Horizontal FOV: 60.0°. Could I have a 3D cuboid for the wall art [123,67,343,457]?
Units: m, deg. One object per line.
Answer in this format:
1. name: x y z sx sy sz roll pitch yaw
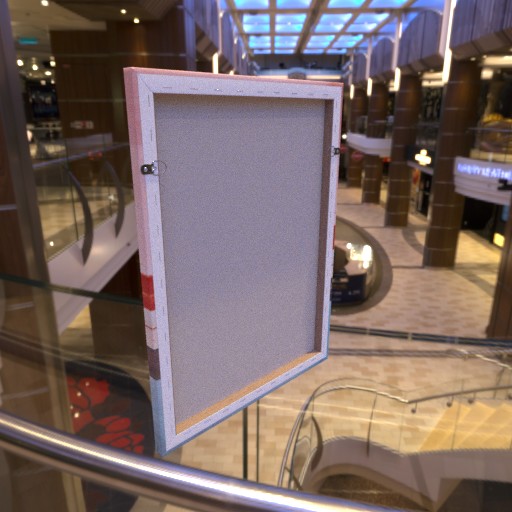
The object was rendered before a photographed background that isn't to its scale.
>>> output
1. wall art: 0.000 0.000 1.353 0.761 1.016 0.039 -17 24 -41
